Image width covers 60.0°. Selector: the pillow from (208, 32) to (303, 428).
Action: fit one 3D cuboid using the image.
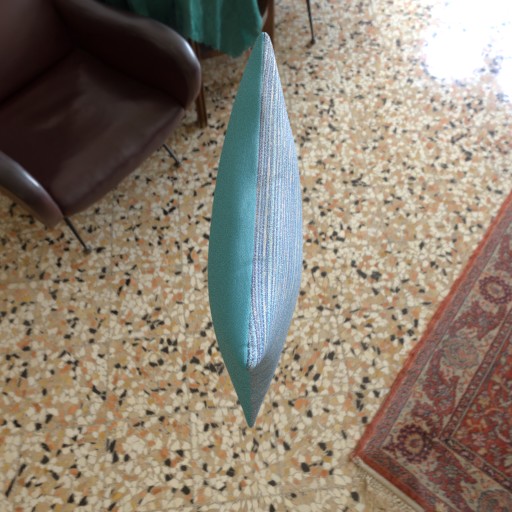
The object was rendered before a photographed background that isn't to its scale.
[{"bbox_3d":[0.000,0.000,0.770,0.150,0.497,0.514,2,63,1],"label":"pillow"}]
